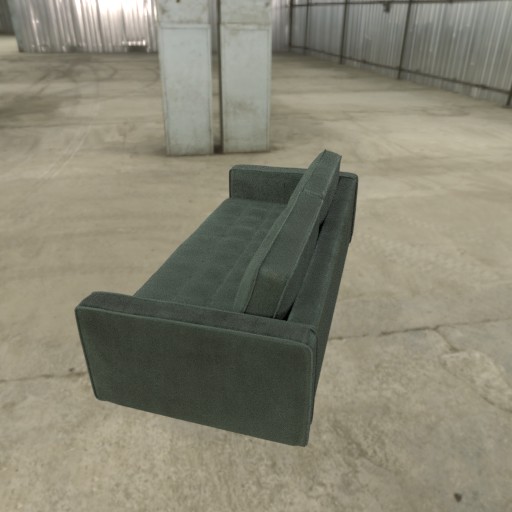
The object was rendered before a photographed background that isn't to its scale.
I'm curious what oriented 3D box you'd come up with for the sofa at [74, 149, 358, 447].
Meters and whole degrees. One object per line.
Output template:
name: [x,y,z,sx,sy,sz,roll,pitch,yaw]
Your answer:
sofa: [0.000,0.000,2.301,0.886,0.781,1.816,8,29,14]
